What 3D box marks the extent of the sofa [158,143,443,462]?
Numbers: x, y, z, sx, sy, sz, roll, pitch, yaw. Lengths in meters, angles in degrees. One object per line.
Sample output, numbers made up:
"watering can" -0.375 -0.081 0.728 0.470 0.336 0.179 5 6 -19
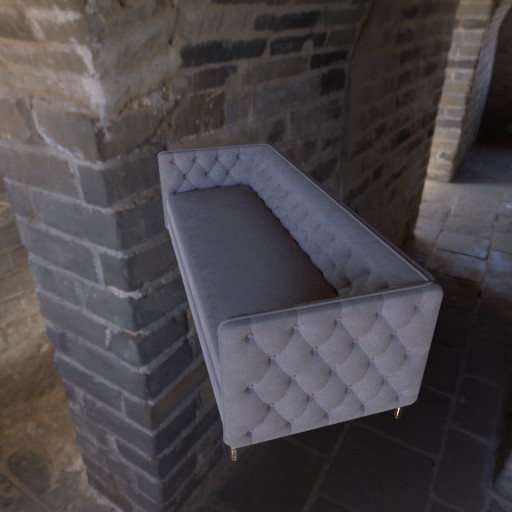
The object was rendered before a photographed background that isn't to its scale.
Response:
"sofa" 0.000 0.000 2.663 0.895 0.771 2.209 -8 30 -14
